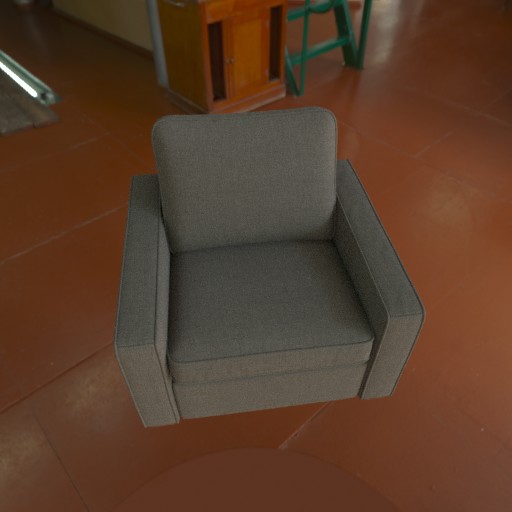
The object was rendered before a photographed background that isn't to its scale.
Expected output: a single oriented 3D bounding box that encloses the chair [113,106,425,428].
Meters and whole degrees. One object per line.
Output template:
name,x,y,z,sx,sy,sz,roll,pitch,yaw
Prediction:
chair,0.000,0.000,1.760,1.017,0.919,0.940,-5,45,-5
